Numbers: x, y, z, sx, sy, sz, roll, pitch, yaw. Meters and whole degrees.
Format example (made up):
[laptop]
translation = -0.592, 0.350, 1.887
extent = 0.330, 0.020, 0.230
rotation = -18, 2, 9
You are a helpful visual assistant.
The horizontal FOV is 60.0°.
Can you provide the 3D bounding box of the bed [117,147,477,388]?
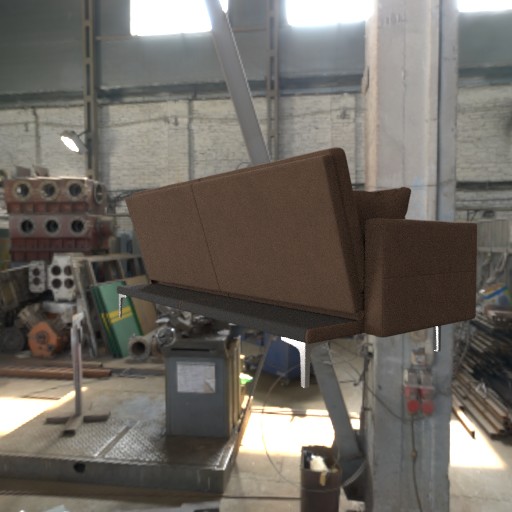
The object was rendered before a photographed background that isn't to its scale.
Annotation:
[bed]
translation = 0.000, 0.000, 2.336
extent = 0.889, 0.787, 1.905
rotation = -1, 2, -37
